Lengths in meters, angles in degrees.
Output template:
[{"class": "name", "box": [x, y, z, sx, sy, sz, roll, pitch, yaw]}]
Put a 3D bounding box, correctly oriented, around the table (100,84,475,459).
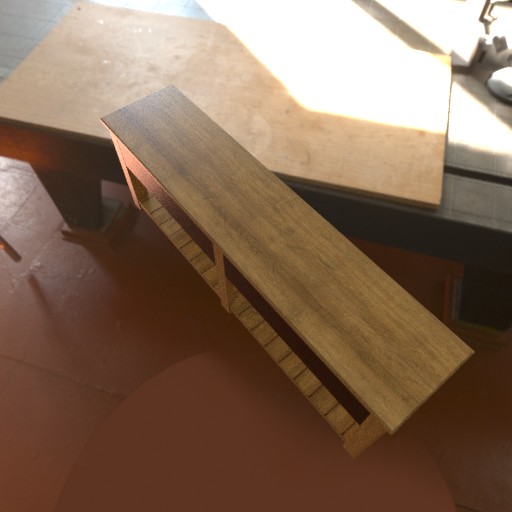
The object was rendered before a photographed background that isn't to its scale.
[{"class": "table", "box": [0.000, 0.000, 2.044, 0.425, 0.635, 1.815, -34, 63, -20]}]
